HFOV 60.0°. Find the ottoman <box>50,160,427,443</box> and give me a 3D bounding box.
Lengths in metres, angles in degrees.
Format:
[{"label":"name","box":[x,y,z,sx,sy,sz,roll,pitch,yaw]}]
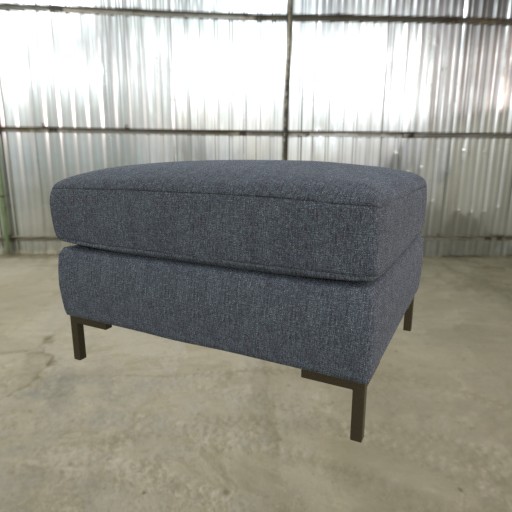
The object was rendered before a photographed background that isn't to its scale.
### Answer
[{"label":"ottoman","box":[0.000,0.000,1.262,0.831,0.533,0.695,7,15,26]}]
